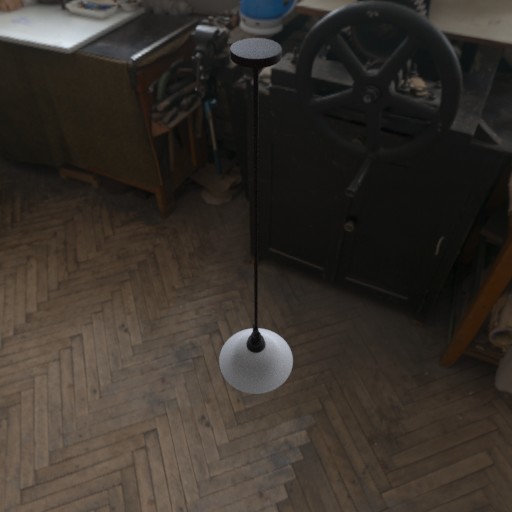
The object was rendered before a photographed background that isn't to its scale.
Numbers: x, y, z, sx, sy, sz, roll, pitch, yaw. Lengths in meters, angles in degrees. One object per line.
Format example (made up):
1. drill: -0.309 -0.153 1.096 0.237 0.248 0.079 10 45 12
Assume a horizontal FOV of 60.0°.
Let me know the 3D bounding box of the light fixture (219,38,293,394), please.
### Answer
1. light fixture: 0.000 0.000 1.460 0.324 1.337 0.324 -10 48 -9
